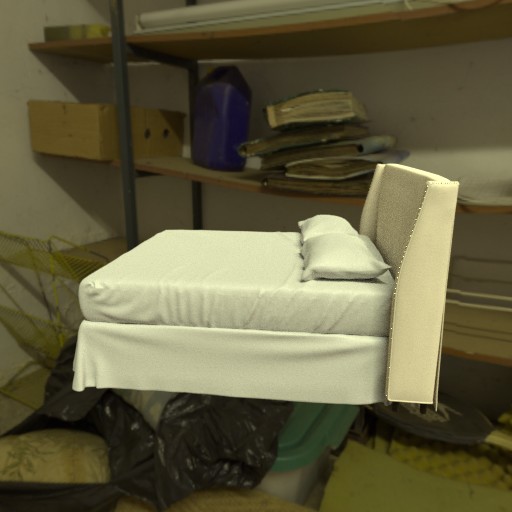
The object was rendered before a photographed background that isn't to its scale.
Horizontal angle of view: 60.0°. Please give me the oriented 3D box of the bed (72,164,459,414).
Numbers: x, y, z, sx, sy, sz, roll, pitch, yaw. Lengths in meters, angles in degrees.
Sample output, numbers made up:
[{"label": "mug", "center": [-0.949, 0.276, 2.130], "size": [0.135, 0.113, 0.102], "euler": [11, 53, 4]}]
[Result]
[{"label": "bed", "center": [0.000, 0.000, 3.371], "size": [2.276, 1.332, 1.925], "euler": [2, 14, 7]}]
